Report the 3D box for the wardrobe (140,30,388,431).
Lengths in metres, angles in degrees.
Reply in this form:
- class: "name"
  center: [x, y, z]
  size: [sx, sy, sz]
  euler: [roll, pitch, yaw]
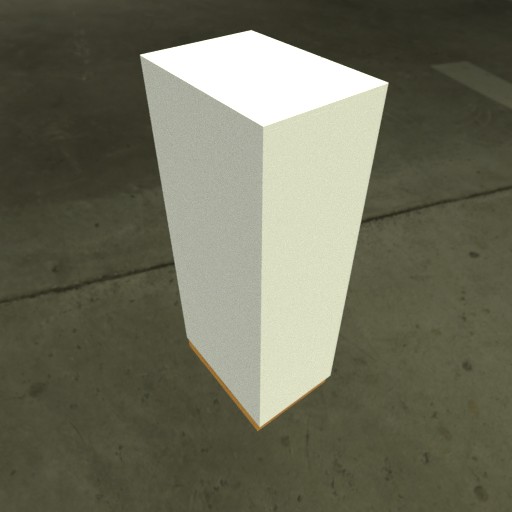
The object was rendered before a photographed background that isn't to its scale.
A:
- class: "wardrobe"
  center: [0.000, 0.000, 2.471]
  size: [0.600, 2.040, 0.860]
  euler: [-27, 49, -27]
